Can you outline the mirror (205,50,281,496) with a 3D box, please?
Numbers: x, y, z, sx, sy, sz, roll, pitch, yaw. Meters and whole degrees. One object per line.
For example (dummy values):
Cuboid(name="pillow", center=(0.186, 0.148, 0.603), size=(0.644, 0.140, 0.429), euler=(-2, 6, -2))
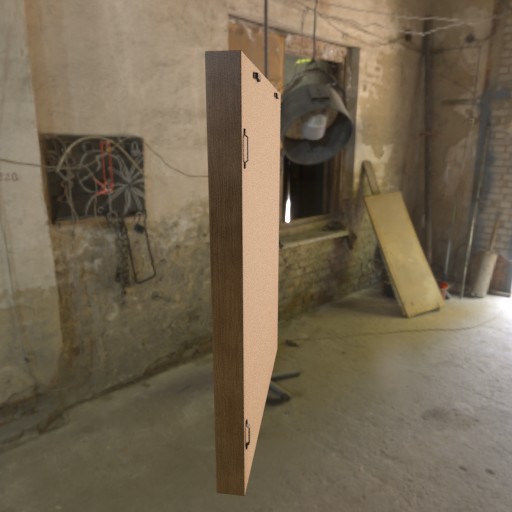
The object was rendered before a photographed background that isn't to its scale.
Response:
Cuboid(name="mirror", center=(0.000, 0.000, 0.680), size=(0.041, 0.509, 0.406), euler=(2, 15, 8))
